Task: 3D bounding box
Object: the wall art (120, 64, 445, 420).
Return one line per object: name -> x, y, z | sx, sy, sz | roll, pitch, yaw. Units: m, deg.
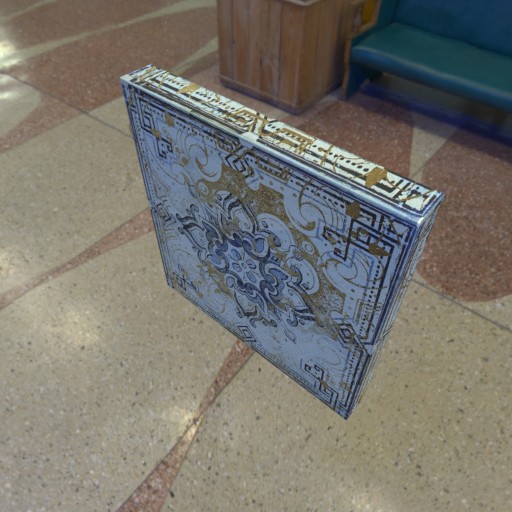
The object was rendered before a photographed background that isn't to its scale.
wall art -> 0.000, 0.000, 0.466 | 0.302, 0.306, 0.038 | 32, 55, 26
